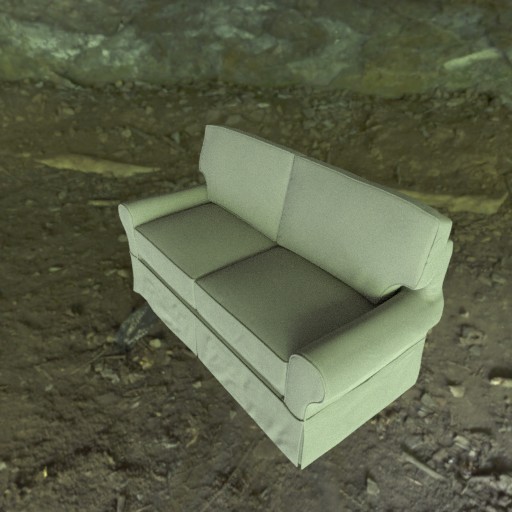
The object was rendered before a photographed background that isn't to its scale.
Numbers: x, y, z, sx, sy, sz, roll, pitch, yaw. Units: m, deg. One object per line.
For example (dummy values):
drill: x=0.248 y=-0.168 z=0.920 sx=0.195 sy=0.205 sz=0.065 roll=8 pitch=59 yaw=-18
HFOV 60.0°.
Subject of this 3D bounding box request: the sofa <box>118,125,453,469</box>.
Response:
sofa: x=0.000 y=0.000 z=2.365 sx=0.841 sy=1.024 sz=1.823 roll=-22 pitch=38 yaw=-31
